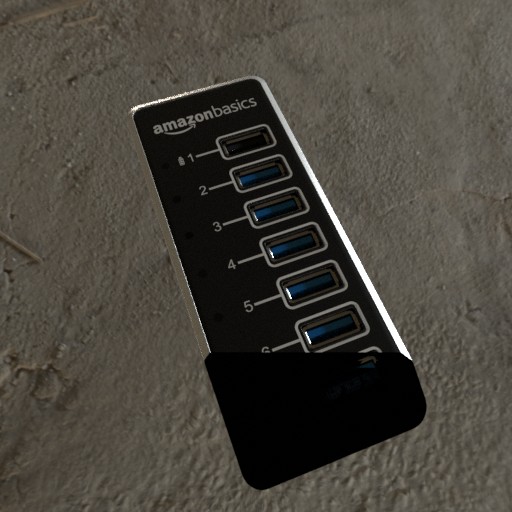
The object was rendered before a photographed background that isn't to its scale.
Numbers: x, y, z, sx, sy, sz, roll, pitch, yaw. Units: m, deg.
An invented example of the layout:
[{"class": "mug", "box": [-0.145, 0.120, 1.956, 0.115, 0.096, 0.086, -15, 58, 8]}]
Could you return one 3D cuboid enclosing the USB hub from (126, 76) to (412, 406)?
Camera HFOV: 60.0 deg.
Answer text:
[{"class": "USB hub", "box": [0.000, 0.000, 0.123, 0.044, 0.023, 0.110, -19, 66, -9]}]
